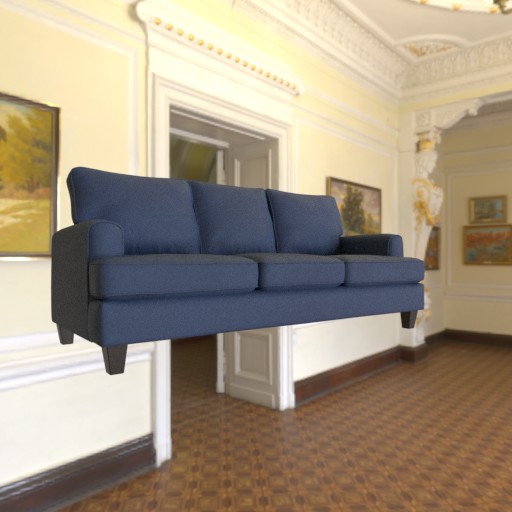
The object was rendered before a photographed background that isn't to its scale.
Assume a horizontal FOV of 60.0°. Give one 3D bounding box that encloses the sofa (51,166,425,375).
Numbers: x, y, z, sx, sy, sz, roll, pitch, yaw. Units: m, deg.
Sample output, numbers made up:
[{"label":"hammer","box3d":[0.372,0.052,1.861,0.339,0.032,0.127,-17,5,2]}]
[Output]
[{"label":"sofa","box3d":[0.000,0.000,2.701,2.158,0.965,0.951,0,0,-36]}]
